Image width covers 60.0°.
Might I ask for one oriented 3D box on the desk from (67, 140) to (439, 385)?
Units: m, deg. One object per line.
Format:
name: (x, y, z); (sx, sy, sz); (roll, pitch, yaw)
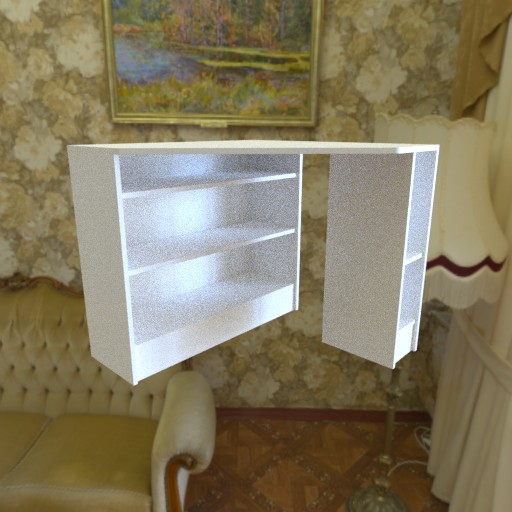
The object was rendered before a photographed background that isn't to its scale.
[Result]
desk: (0.000, 0.000, 1.683); (0.926, 0.818, 0.940); (15, 22, 41)
